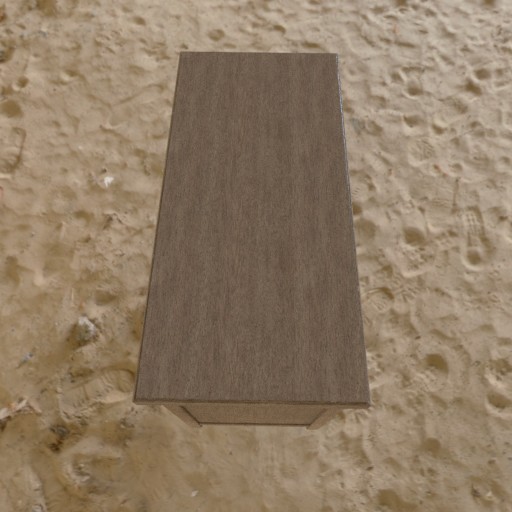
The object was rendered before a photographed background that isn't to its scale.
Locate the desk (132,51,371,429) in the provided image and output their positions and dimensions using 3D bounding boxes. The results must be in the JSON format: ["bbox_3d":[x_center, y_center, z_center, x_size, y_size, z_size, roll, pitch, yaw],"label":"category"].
[{"bbox_3d":[0.000,0.000,1.812,0.610,0.912,1.289,1,63,0],"label":"desk"}]
